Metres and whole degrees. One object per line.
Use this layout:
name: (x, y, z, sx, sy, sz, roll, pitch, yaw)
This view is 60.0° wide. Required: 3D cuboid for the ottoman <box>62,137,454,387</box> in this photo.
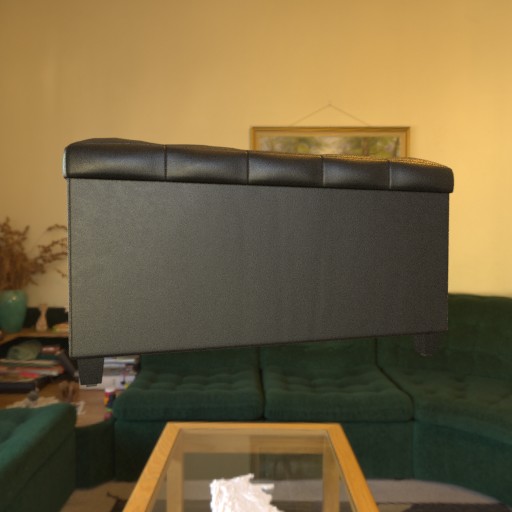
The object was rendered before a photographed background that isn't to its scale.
ottoman: (0.000, 0.000, 1.095, 0.838, 0.470, 0.432, -1, 2, -17)
